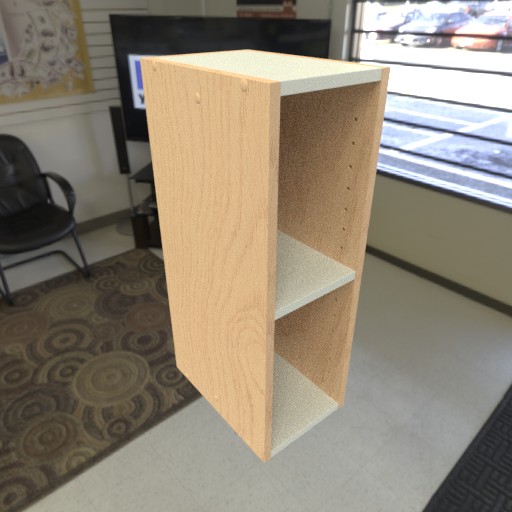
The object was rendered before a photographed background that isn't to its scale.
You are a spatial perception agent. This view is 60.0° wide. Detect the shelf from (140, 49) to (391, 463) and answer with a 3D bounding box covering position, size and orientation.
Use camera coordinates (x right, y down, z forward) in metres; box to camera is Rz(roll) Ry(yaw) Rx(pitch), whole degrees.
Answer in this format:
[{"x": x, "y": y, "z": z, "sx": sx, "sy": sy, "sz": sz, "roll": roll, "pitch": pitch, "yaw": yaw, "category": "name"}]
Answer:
[{"x": 0.000, "y": 0.000, "z": 0.744, "sx": 0.200, "sy": 0.600, "sz": 0.290, "roll": -22, "pitch": 36, "yaw": -33, "category": "shelf"}]
